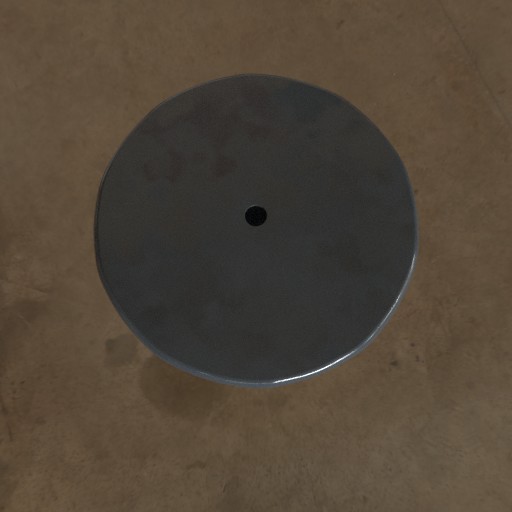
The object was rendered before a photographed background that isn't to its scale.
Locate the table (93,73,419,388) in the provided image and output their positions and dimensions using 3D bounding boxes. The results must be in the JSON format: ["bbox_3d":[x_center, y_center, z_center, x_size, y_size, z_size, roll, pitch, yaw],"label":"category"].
[{"bbox_3d":[0.000,0.000,0.654,0.352,0.387,0.352,0,77,0],"label":"table"}]
